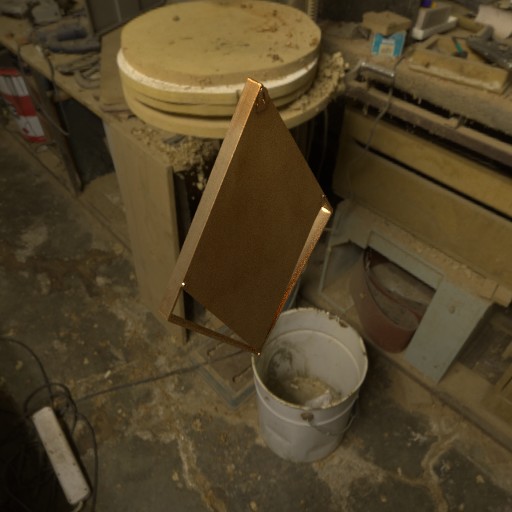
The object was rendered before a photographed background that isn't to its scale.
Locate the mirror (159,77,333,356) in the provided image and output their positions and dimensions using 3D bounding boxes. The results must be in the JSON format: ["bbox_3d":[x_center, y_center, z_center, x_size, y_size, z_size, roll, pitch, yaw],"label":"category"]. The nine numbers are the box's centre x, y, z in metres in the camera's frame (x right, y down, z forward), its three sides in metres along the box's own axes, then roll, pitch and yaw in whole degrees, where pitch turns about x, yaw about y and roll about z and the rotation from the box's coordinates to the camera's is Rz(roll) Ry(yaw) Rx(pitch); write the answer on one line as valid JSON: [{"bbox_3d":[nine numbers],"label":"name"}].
[{"bbox_3d":[0.000,0.000,0.842,0.419,0.679,0.032,-33,54,-28],"label":"mirror"}]
